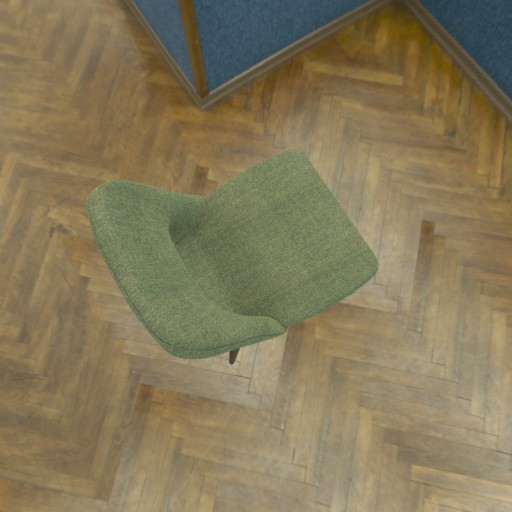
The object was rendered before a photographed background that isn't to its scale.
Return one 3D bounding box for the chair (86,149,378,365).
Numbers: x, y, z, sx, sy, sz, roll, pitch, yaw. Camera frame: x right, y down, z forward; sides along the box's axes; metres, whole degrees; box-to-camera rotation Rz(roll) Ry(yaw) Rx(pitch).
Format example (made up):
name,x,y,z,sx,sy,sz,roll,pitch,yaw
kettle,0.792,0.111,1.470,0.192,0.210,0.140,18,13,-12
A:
name,x,y,z,sx,sy,sz,roll,pitch,yaw
chair,0.000,0.000,1.277,0.612,0.931,0.470,-30,77,-8
